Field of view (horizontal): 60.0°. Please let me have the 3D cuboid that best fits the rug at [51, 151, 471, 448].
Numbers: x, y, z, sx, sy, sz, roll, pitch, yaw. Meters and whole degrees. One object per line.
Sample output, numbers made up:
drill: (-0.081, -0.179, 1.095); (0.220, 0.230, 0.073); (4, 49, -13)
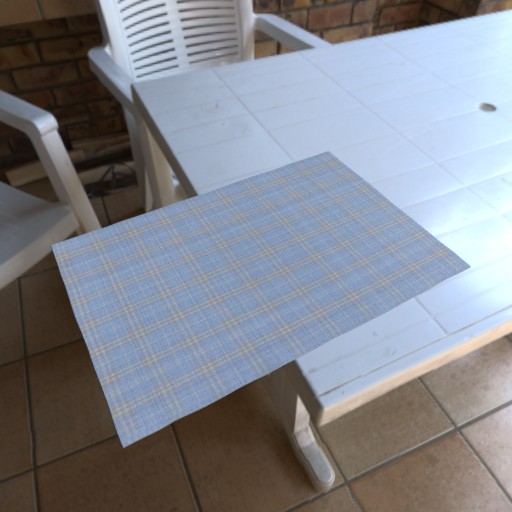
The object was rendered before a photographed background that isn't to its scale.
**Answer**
rug: (0.000, 0.000, 2.310); (1.835, 0.012, 1.231); (-22, 50, -20)
